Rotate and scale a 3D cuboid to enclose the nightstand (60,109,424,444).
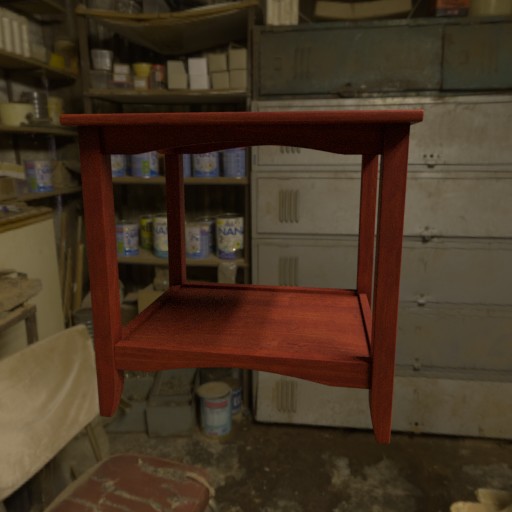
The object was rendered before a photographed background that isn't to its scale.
[{"bbox_3d":[0.000,0.000,0.969,0.558,0.558,0.501,2,13,9],"label":"nightstand"}]
